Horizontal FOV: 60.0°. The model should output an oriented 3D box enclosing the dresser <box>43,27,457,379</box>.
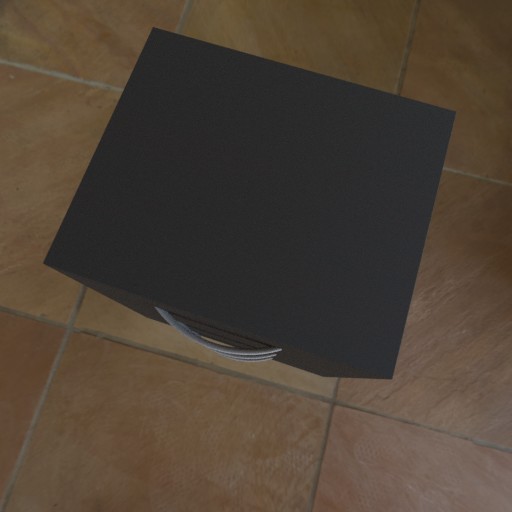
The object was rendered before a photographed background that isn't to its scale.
[{"bbox_3d":[0.000,0.000,0.786,0.400,0.560,0.360,18,76,5],"label":"dresser"}]
